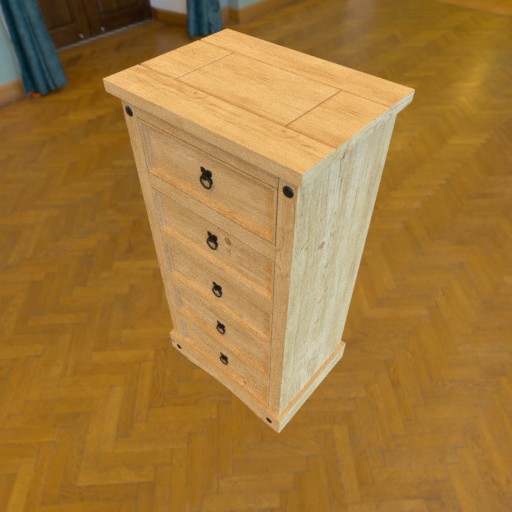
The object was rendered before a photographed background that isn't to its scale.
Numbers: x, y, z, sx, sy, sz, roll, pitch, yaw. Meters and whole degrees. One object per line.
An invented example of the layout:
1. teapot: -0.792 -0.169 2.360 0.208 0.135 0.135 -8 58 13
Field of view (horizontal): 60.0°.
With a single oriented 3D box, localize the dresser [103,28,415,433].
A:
1. dresser: 0.000 0.000 1.306 0.531 1.041 0.390 32 54 27
